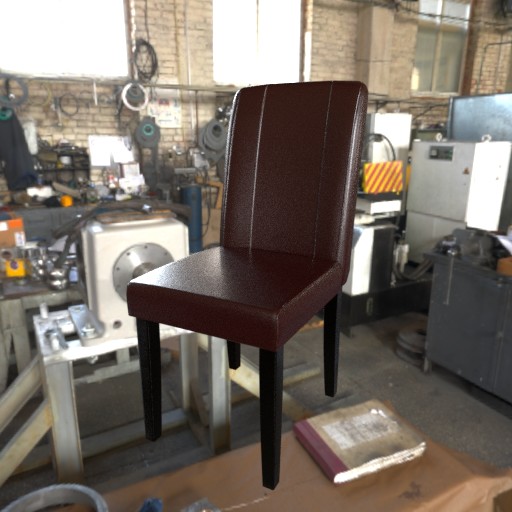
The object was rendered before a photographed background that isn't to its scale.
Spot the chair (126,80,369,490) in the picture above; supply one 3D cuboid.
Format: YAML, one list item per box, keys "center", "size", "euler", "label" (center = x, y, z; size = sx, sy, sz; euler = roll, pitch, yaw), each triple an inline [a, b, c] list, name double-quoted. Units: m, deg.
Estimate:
- center: [0.000, 0.000, 1.155]
  size: [0.399, 0.897, 0.556]
  euler: [8, 17, 27]
  label: "chair"
